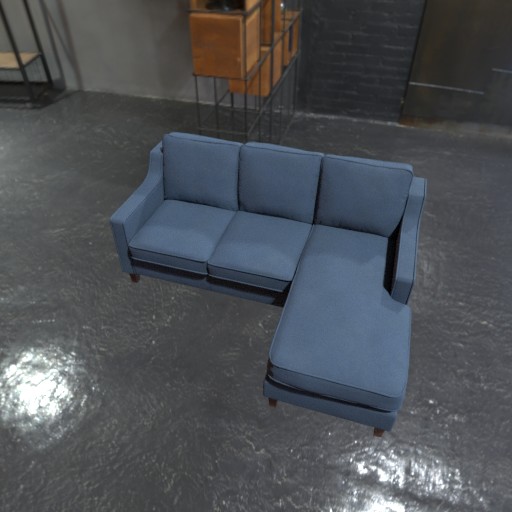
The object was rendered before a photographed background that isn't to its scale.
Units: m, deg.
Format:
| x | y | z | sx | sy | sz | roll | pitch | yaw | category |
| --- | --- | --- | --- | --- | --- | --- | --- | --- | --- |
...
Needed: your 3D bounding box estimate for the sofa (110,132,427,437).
| x | y | z | sx | sy | sz | roll | pitch | yaw | category |
| --- | --- | --- | --- | --- | --- | --- | --- | --- | --- |
| 0.000 | 0.000 | 3.331 | 2.317 | 1.066 | 1.858 | 12 | 43 | 13 | sofa |
